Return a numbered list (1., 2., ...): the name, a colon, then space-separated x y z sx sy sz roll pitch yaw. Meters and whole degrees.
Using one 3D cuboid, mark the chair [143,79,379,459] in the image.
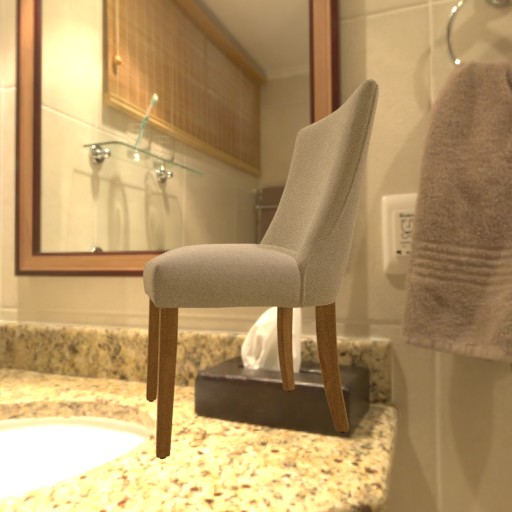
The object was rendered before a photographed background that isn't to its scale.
1. chair: 0.000 0.000 1.266 0.610 0.902 0.495 0 -1 -17
